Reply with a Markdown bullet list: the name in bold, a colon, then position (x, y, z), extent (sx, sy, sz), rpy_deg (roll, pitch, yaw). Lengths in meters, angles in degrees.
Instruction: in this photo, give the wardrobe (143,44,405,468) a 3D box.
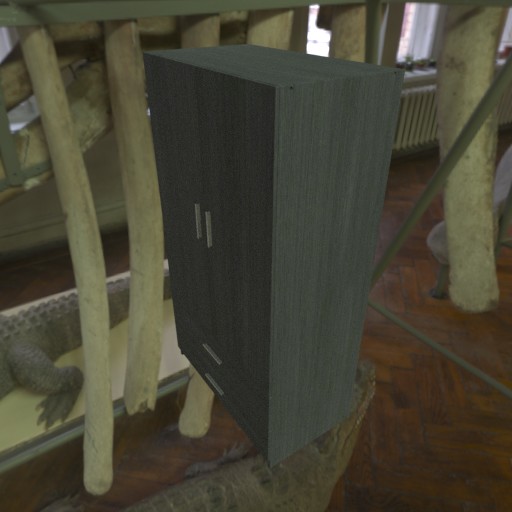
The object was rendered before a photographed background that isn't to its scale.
- **wardrobe**: position (0.000, 0.000, 2.214), extent (0.577, 1.808, 0.991), rpy_deg (-20, 36, -29)
